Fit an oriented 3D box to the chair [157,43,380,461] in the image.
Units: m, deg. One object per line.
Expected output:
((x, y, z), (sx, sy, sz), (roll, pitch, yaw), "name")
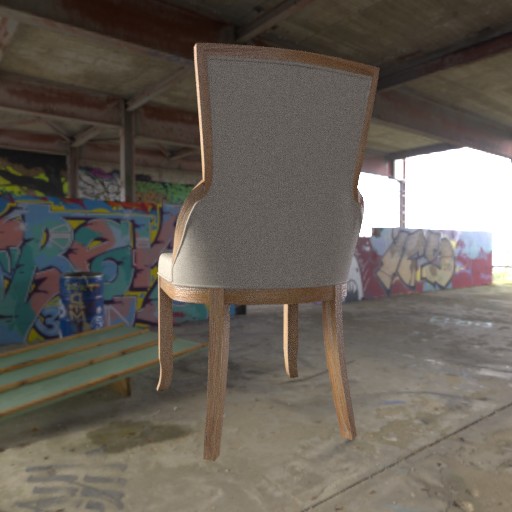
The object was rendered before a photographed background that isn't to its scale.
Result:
((0.000, 0.000, 1.311), (0.524, 0.947, 0.641), (-1, 2, -18), "chair")
